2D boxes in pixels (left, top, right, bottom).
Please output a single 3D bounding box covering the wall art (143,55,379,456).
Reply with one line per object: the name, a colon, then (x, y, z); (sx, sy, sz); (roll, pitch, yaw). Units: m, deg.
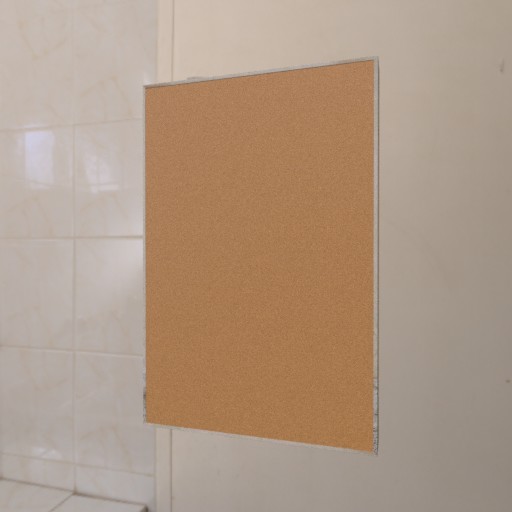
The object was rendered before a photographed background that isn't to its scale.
wall art: (0.000, 0.000, 0.476); (0.254, 0.381, 0.038); (0, 0, 17)
